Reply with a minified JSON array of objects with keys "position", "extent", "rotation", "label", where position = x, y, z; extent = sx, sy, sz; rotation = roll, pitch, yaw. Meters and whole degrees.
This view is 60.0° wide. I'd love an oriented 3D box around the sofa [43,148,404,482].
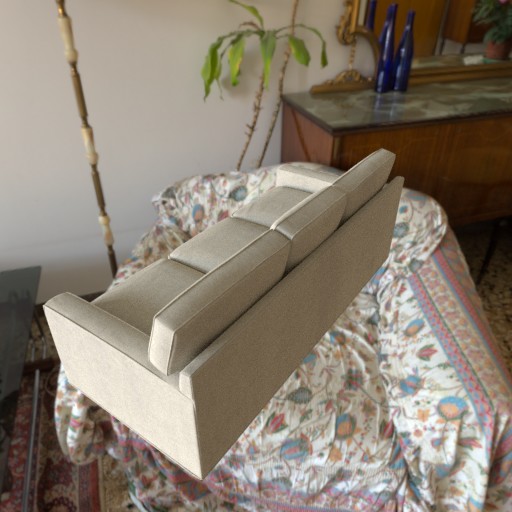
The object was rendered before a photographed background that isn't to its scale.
[{"position":[0.000,0.000,2.565],"extent":[0.936,0.862,2.093],"rotation":[21,39,29],"label":"sofa"}]
